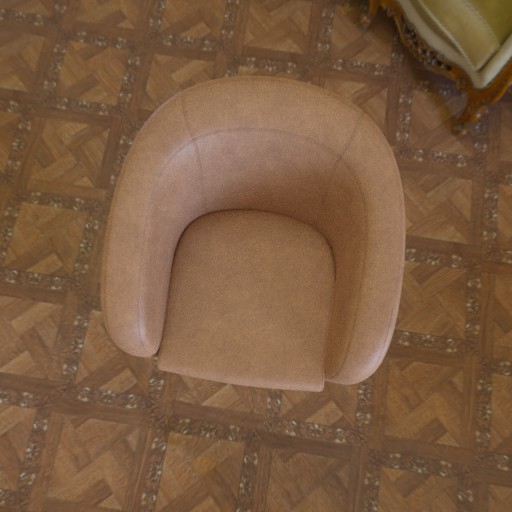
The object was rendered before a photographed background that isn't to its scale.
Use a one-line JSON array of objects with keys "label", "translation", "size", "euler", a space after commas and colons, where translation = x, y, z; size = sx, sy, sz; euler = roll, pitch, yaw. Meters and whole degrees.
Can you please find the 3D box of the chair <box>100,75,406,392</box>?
[{"label": "chair", "translation": [0.000, 0.000, 1.443], "size": [0.791, 0.771, 0.815], "euler": [7, 76, 2]}]
